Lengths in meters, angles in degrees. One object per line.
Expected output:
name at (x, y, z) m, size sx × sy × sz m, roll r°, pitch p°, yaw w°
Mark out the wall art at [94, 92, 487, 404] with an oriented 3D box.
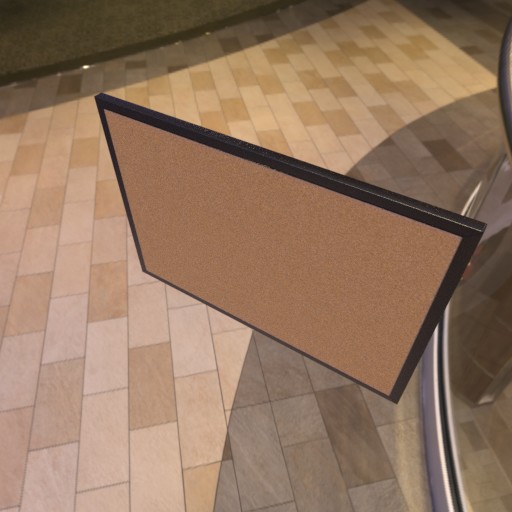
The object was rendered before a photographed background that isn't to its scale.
wall art at (0.000, 0.000, 0.551) m, size 0.440 × 0.306 × 0.013 m, roll 24°, pitch 51°, yaw 22°
